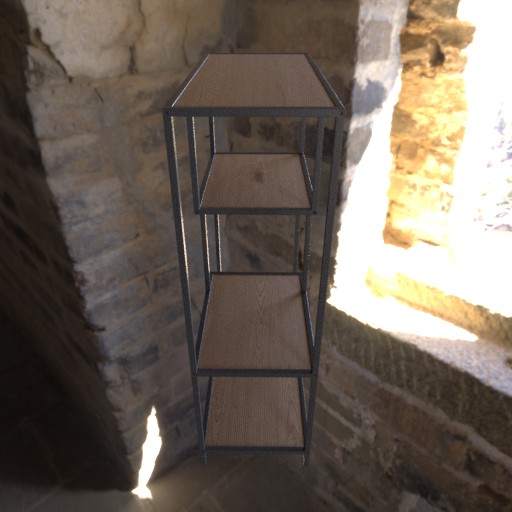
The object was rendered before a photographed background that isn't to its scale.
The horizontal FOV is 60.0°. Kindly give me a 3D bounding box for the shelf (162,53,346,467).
[{"bbox_3d":[0.000,0.000,1.471,0.350,1.138,0.770,0,32,1],"label":"shelf"}]
